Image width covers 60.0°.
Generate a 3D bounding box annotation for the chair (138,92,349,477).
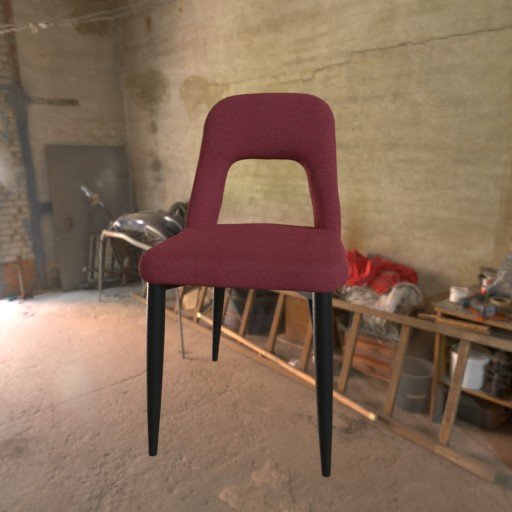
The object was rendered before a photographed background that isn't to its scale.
[{"bbox_3d":[0.000,0.000,1.200,0.483,0.892,0.569,2,14,9],"label":"chair"}]
